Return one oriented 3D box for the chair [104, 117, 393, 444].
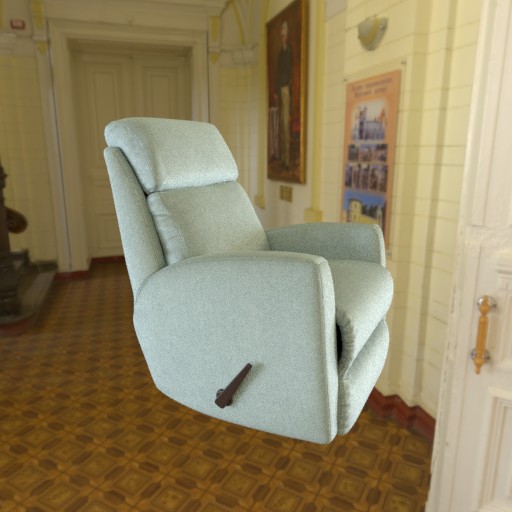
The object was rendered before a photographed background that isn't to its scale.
[{"bbox_3d":[0.000,0.000,1.684,0.940,1.013,0.812,7,16,27],"label":"chair"}]
